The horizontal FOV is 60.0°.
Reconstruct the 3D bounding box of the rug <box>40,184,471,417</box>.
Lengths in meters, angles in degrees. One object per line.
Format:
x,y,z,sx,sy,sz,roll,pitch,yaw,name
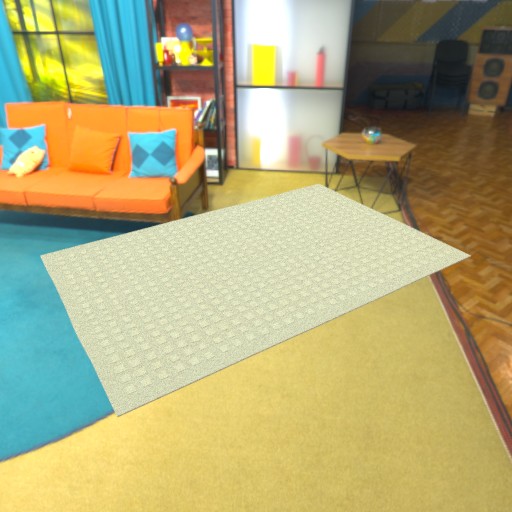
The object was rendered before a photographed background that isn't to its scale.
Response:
0.000,0.000,2.145,1.747,0.006,1.143,-18,35,-28,rug
